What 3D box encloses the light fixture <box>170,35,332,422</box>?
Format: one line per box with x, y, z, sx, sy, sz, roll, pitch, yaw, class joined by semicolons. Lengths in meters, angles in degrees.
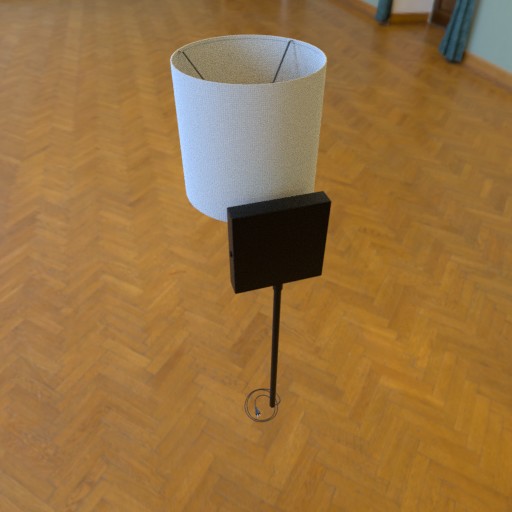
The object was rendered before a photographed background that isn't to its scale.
0.000;0.000;0.708;0.188;0.589;0.248;-11;42;-13;light fixture
